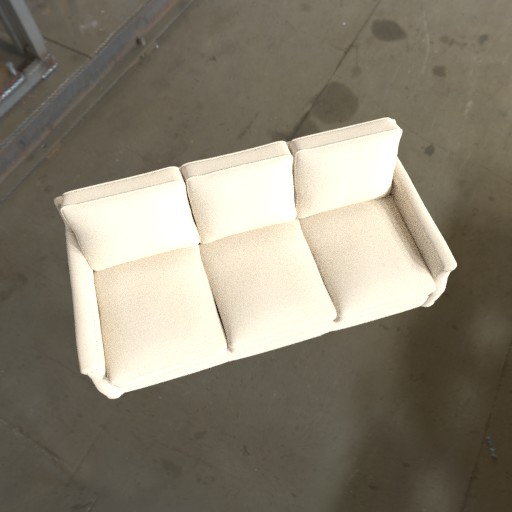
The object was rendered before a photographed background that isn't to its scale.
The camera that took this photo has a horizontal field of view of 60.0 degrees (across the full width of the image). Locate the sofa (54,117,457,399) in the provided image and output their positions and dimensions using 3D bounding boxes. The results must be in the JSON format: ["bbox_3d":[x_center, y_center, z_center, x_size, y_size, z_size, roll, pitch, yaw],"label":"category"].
[{"bbox_3d":[0.000,0.000,2.810,2.246,1.003,1.084,-15,65,-7],"label":"sofa"}]
